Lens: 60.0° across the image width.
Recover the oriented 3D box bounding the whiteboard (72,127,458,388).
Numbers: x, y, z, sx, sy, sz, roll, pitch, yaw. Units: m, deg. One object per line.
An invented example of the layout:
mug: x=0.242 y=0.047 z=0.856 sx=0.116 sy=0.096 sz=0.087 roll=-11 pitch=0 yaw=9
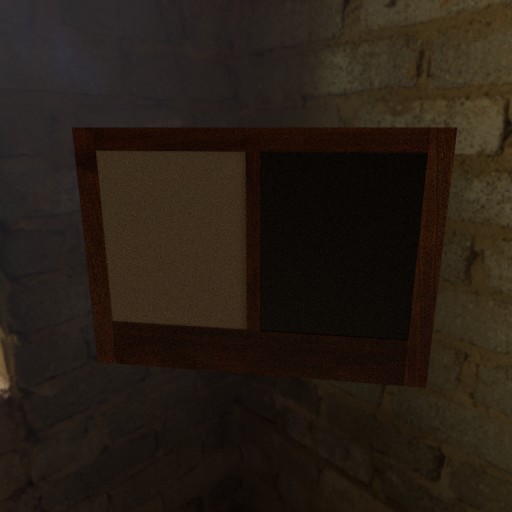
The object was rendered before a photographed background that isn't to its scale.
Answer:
whiteboard: x=0.000 y=0.000 z=0.992 sx=0.768 sy=0.553 sz=0.083 roll=2 pitch=16 yaw=8
